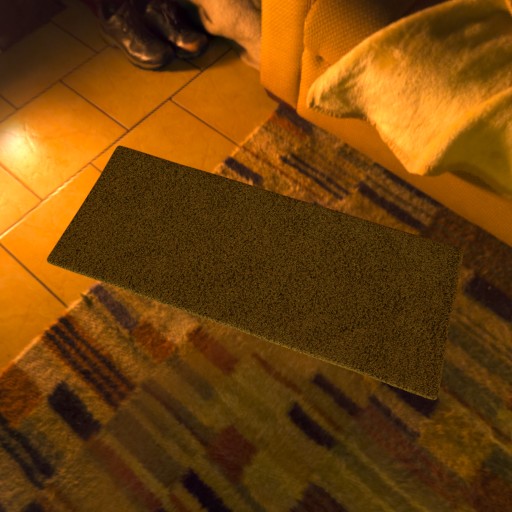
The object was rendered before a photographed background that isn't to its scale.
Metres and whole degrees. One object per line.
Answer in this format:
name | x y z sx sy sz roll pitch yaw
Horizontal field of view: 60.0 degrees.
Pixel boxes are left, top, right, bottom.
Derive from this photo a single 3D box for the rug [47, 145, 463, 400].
rug | 0.000 0.000 1.740 1.524 0.030 0.609 18 66 9
